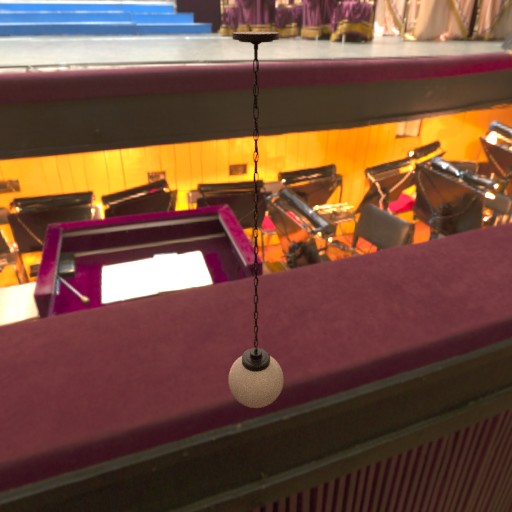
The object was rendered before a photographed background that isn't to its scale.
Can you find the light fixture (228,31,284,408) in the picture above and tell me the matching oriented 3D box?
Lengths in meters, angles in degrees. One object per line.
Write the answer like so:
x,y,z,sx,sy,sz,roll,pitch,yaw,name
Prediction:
0.000,0.000,2.073,0.304,1.867,0.305,-10,31,-17,light fixture
